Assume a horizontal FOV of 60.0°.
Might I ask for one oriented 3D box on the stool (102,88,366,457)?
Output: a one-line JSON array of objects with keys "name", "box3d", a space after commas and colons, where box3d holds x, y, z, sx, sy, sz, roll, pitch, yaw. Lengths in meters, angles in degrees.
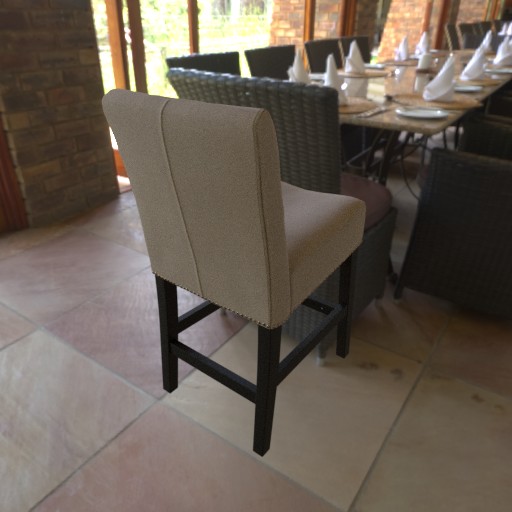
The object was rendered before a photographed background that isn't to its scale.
[{"name": "stool", "box3d": [0.000, 0.000, 1.210, 0.427, 0.885, 0.571, 20, 35, 33]}]
